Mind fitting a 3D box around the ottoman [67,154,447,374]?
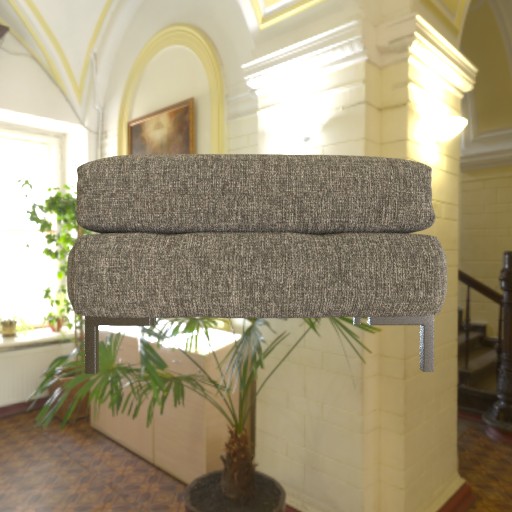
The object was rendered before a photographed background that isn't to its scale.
[{"bbox_3d":[0.000,0.000,1.229,0.828,0.480,0.683,0,1,-1],"label":"ottoman"}]
